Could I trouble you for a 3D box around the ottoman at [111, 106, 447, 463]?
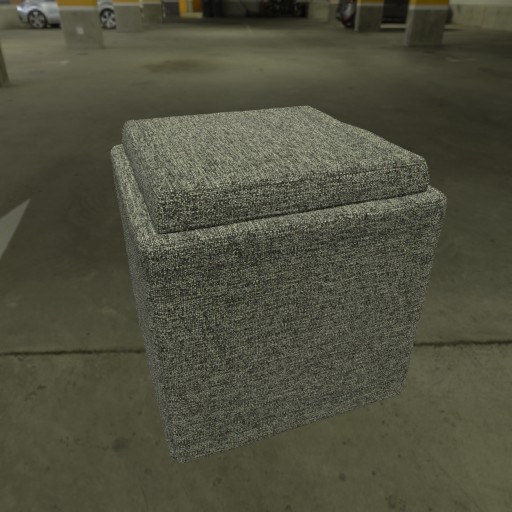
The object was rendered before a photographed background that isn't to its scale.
[{"bbox_3d":[0.000,0.000,0.834,0.450,0.463,0.450,-11,32,-18],"label":"ottoman"}]
